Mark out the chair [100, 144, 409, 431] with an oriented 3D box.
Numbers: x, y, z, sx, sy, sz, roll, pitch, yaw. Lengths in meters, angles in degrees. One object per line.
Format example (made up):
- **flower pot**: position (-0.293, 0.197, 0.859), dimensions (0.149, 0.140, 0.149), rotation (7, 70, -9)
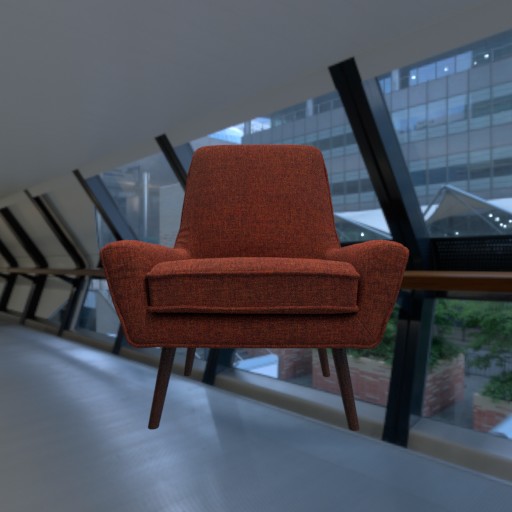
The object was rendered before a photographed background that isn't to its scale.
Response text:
- **chair**: position (0.000, 0.000, 1.502), dimensions (0.803, 0.911, 0.784), rotation (0, 0, 1)
